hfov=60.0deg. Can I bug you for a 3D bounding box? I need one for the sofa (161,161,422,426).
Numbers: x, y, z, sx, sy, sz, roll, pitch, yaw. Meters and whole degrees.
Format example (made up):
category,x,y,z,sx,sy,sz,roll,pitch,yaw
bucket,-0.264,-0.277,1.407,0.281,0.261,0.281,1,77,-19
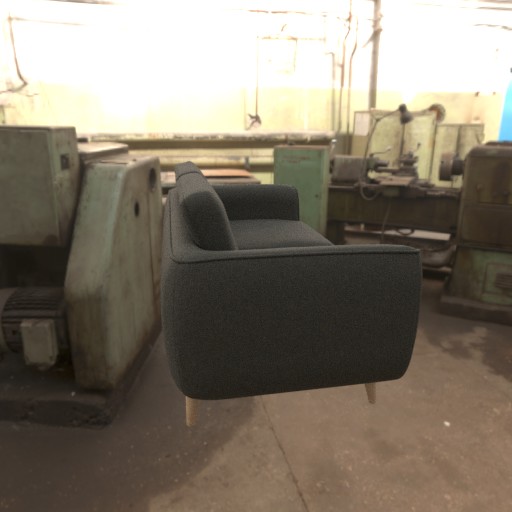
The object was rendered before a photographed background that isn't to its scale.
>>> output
category,x,y,z,sx,sy,sz,roll,pitch,yaw
sofa,0.000,0.000,2.231,0.920,0.850,1.700,-3,17,-10
